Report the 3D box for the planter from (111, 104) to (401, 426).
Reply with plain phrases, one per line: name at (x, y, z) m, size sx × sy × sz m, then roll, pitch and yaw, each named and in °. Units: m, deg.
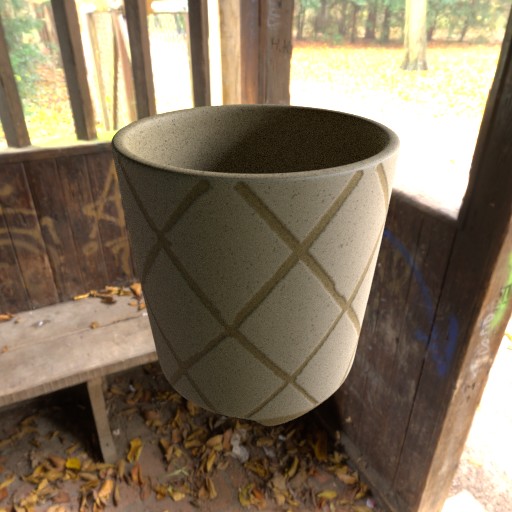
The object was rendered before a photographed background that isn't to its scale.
planter at (0.000, 0.000, 0.418) m, size 0.228 × 0.235 × 0.228 m, roll 0°, pitch 30°, yaw 0°
